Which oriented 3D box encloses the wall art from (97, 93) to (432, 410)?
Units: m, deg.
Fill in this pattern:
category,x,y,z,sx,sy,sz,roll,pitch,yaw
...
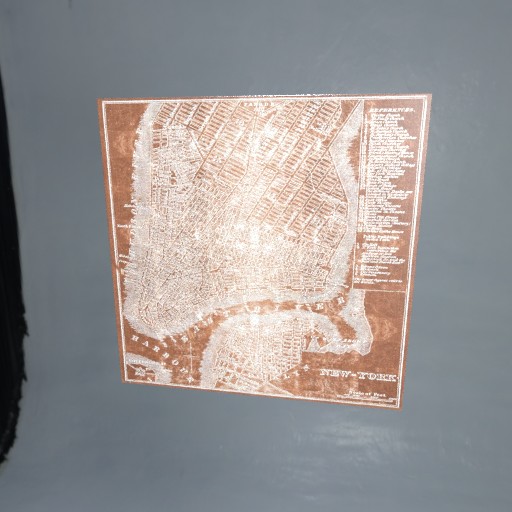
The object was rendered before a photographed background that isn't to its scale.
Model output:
category,x,y,z,sx,sy,sz,roll,pitch,yaw
wall art,0.000,0.000,0.594,0.403,0.403,0.035,3,15,10
